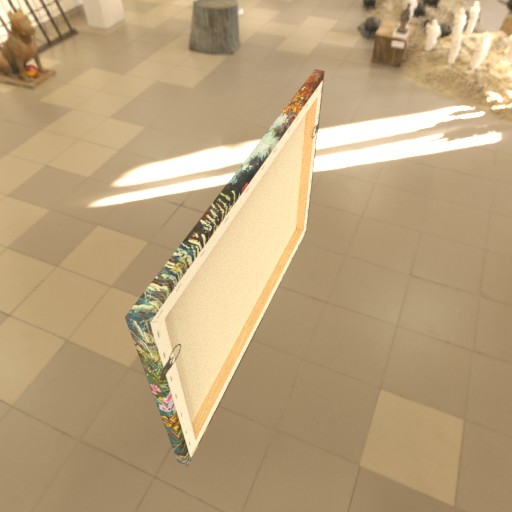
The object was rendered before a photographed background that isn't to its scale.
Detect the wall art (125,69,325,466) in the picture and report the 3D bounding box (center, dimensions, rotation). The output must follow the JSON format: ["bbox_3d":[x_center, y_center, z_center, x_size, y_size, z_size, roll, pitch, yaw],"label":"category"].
[{"bbox_3d":[0.000,0.000,1.445,0.042,0.760,1.136,17,49,16],"label":"wall art"}]
